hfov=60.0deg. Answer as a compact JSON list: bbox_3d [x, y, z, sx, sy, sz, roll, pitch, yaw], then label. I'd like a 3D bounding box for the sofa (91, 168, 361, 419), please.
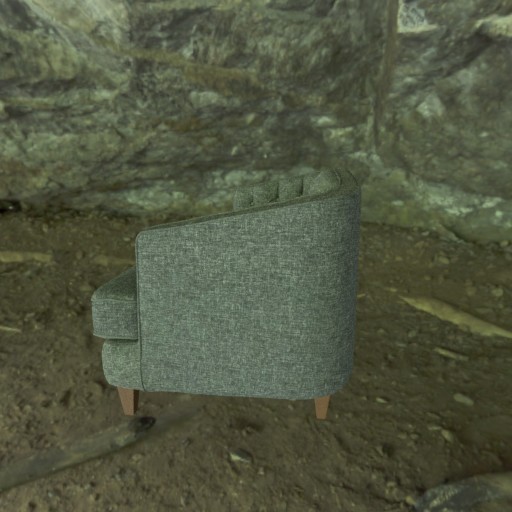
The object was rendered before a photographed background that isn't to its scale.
[{"bbox_3d":[0.000,0.000,2.269,0.941,0.855,1.733,2,14,8],"label":"sofa"}]
